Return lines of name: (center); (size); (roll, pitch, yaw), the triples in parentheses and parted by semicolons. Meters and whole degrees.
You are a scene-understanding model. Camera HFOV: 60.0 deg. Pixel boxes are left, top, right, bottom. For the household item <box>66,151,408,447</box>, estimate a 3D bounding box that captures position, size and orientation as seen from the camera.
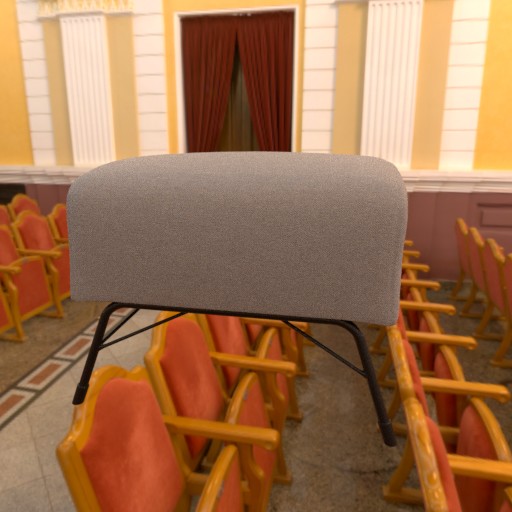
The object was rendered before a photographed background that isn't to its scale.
household item: (0.000, 0.000, 0.893); (0.530, 0.410, 0.530); (3, 15, 11)
